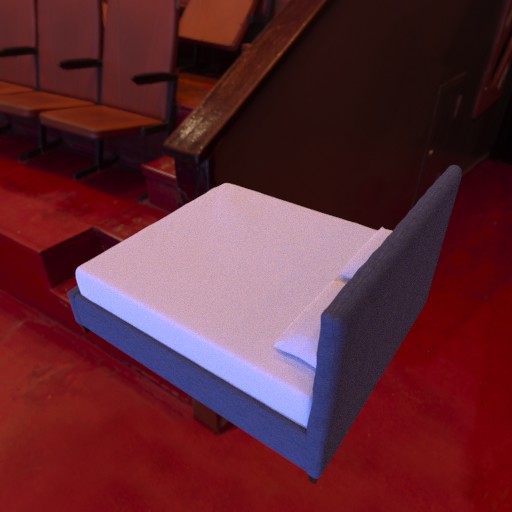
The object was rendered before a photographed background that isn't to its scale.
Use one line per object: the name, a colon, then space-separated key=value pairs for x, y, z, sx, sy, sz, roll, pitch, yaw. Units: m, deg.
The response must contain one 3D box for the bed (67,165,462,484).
bed: x=0.000 y=0.000 z=3.598 sx=2.387 sy=1.427 sz=2.078 roll=22 pitch=41 yaw=28
